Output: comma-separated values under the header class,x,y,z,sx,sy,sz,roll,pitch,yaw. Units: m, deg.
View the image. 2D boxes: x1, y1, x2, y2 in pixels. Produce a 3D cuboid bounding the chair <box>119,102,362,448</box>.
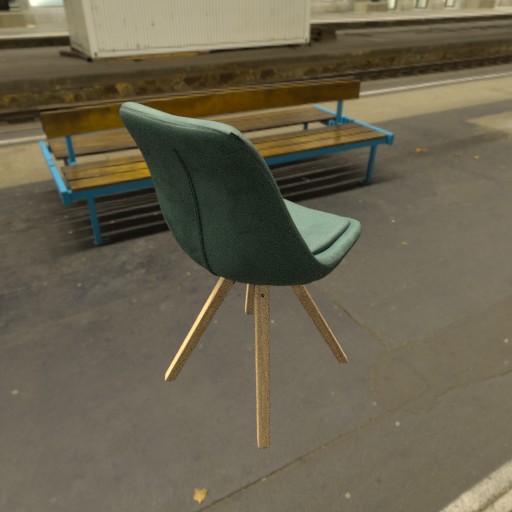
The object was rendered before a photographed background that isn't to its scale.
class,x,y,z,sx,sy,sz,roll,pitch,yaw
chair,0.000,0.000,1.208,0.483,0.865,0.547,23,39,32
